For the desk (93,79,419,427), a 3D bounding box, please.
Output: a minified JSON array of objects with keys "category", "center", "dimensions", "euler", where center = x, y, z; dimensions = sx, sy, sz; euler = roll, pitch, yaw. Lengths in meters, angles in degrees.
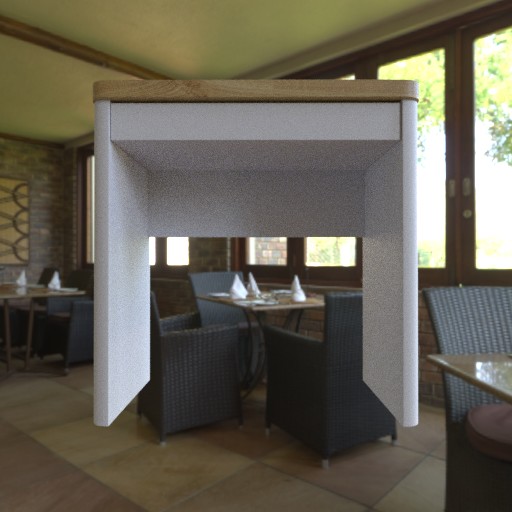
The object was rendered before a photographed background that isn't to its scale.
[{"category":"desk","center":[0.000,0.000,1.214],"dimensions":[0.760,0.790,0.440],"euler":[0,0,0]}]
